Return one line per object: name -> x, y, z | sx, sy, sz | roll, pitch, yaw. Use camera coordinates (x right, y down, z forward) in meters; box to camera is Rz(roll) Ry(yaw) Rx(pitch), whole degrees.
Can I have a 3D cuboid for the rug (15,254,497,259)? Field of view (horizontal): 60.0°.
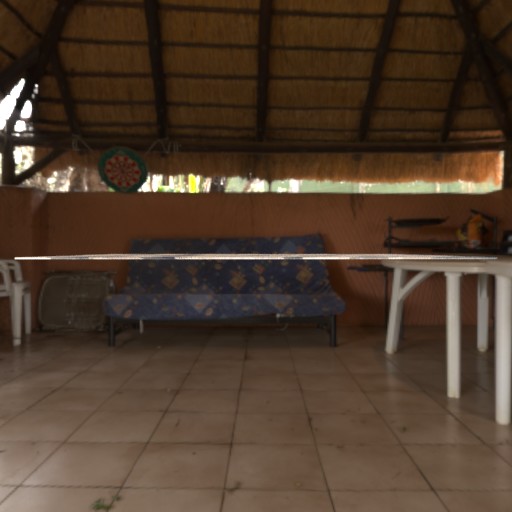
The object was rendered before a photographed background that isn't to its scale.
rug -> 0.000, 0.000, 2.969 | 2.423, 0.008, 1.513 | 0, 1, 0
